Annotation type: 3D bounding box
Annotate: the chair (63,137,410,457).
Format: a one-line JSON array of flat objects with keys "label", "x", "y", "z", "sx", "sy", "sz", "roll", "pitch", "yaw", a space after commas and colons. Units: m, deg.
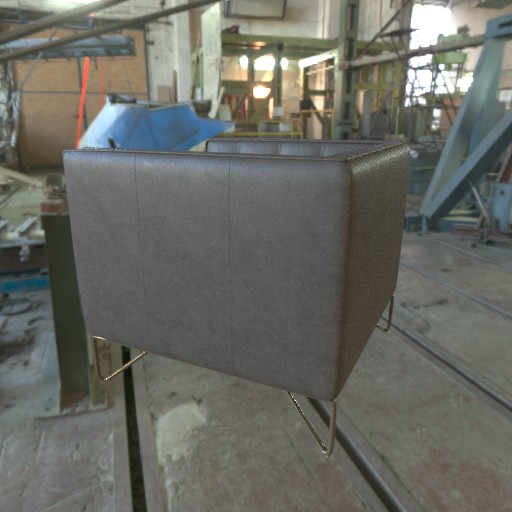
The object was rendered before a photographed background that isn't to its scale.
[{"label": "chair", "x": 0.000, "y": 0.000, "z": 1.594, "sx": 0.894, "sy": 0.790, "sz": 0.880, "roll": 8, "pitch": 19, "yaw": 25}]
